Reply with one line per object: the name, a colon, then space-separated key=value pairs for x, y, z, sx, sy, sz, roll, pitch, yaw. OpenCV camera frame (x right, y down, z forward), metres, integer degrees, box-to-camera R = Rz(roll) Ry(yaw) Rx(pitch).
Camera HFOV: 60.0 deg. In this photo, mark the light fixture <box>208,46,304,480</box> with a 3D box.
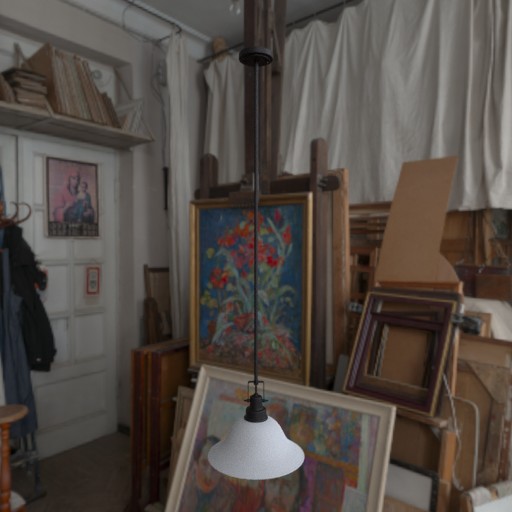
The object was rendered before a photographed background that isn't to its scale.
light fixture: x=0.000 y=0.000 z=1.479 sx=0.324 sy=1.337 sz=0.324 roll=0 pitch=1 yaw=1
